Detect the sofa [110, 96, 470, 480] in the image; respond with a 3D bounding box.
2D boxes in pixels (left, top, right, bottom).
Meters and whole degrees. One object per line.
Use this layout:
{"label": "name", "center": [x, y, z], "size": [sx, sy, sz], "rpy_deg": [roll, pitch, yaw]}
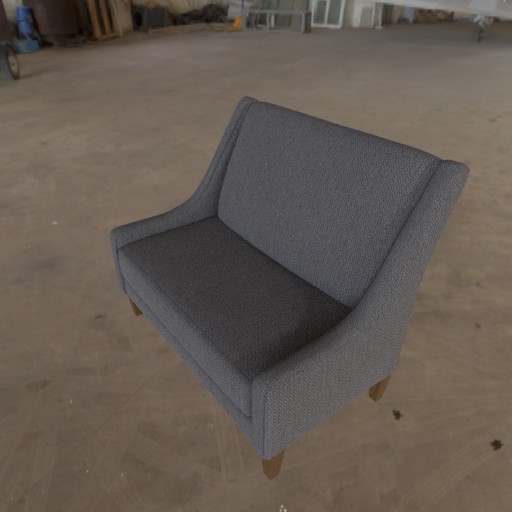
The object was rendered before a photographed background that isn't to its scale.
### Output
{"label": "sofa", "center": [0.000, 0.000, 1.896], "size": [0.873, 1.022, 1.242], "rpy_deg": [-22, 38, -31]}
